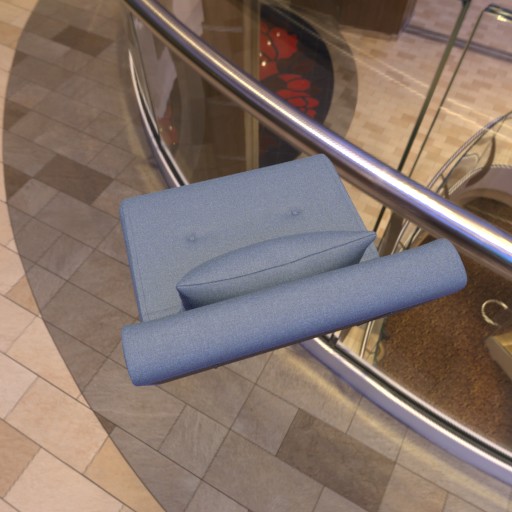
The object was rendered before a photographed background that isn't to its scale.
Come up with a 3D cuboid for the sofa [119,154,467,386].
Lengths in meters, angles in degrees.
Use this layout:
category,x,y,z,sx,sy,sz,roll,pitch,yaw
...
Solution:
category,x,y,z,sx,sy,sz,roll,pitch,yaw
sofa,0.000,0.000,1.766,0.999,0.860,0.996,-15,59,-9
